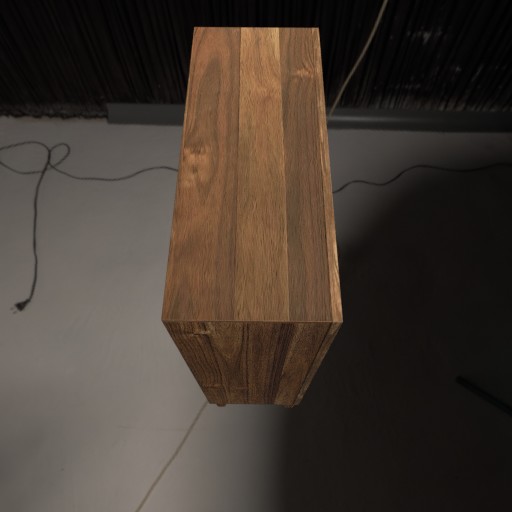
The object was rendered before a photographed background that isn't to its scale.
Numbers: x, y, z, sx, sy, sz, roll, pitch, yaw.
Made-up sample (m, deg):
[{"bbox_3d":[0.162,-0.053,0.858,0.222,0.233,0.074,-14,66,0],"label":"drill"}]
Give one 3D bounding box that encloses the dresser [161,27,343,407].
[{"bbox_3d":[0.000,0.000,1.909,0.442,1.393,1.062,1,63,0],"label":"dresser"}]
